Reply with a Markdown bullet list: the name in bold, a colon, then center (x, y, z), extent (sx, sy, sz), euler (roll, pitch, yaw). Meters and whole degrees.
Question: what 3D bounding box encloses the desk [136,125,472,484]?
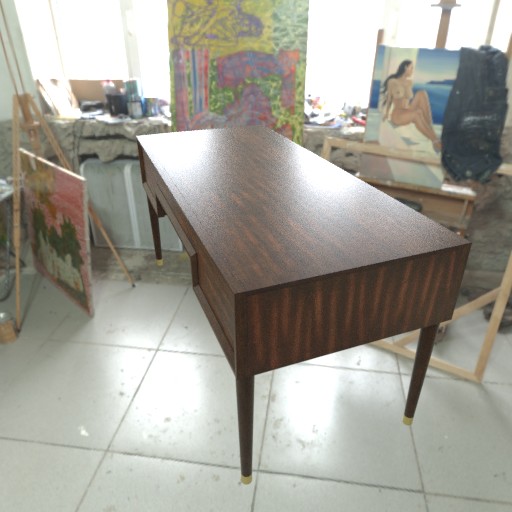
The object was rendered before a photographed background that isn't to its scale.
- **desk**: center (0.000, 0.000, 1.968), extent (0.724, 0.762, 1.575), euler (-11, 31, -19)
